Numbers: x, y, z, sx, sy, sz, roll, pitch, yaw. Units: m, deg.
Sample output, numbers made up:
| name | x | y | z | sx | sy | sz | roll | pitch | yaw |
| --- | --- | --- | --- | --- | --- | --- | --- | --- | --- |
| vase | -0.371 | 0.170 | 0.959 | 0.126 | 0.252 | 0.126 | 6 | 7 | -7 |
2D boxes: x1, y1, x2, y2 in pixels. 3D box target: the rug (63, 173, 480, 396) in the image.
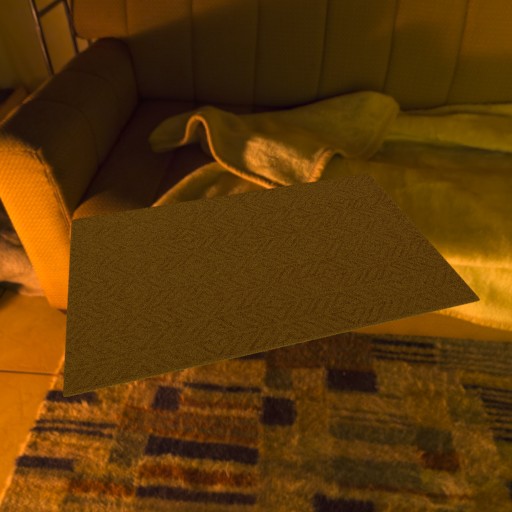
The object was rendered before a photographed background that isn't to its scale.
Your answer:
| name | x | y | z | sx | sy | sz | roll | pitch | yaw |
| --- | --- | --- | --- | --- | --- | --- | --- | --- | --- |
| rug | 0.000 | 0.000 | 3.012 | 2.438 | 0.008 | 1.523 | -11 | 43 | -11 |
